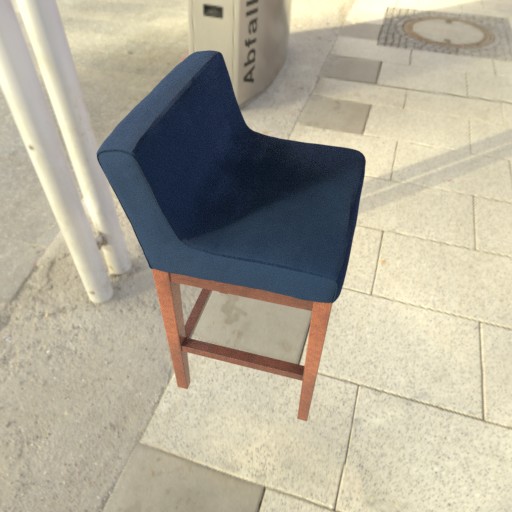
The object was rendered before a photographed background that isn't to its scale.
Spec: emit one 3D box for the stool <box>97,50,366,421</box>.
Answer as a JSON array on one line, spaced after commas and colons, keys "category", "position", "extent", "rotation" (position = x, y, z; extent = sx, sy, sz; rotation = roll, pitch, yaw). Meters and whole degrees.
[{"category": "stool", "position": [0.000, 0.000, 1.278], "extent": [0.516, 0.945, 0.511], "rotation": [11, 47, 11]}]
